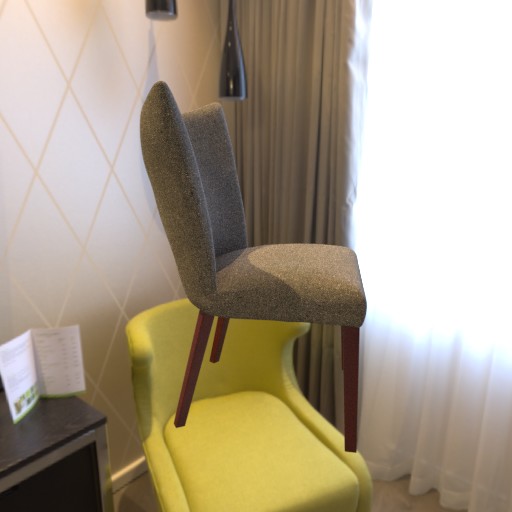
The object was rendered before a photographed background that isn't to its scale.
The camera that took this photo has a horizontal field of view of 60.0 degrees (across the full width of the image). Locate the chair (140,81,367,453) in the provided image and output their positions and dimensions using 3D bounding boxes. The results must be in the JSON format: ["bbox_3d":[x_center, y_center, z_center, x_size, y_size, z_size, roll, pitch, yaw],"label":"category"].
[{"bbox_3d":[0.000,0.000,1.323,0.623,0.924,0.535,2,14,9],"label":"chair"}]
